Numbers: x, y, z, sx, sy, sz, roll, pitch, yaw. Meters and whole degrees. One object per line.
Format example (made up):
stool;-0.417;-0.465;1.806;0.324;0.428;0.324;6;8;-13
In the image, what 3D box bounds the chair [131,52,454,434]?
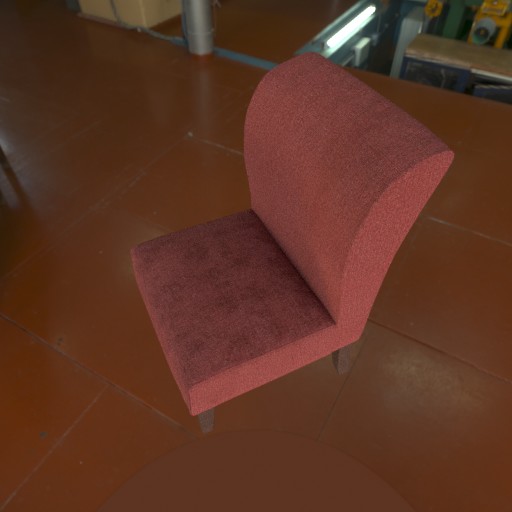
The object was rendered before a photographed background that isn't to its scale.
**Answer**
chair;0.000;0.000;1.240;0.640;0.846;0.538;-19;50;-17
